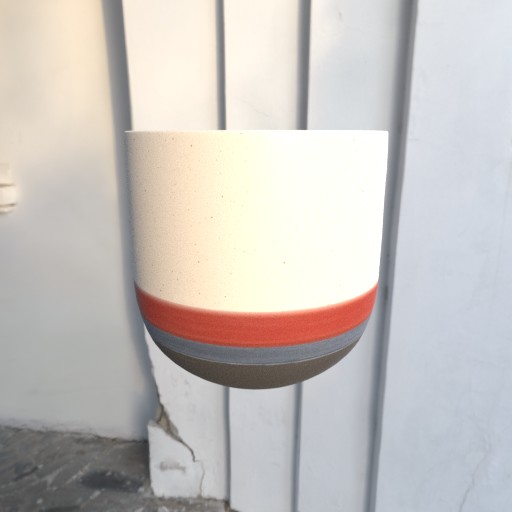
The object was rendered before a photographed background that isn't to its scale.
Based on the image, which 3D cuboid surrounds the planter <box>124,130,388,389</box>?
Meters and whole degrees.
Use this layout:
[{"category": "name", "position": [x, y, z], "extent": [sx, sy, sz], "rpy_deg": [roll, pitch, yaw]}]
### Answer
[{"category": "planter", "position": [0.000, 0.000, 0.498], "extent": [0.268, 0.270, 0.268], "rpy_deg": [0, 15, 0]}]
